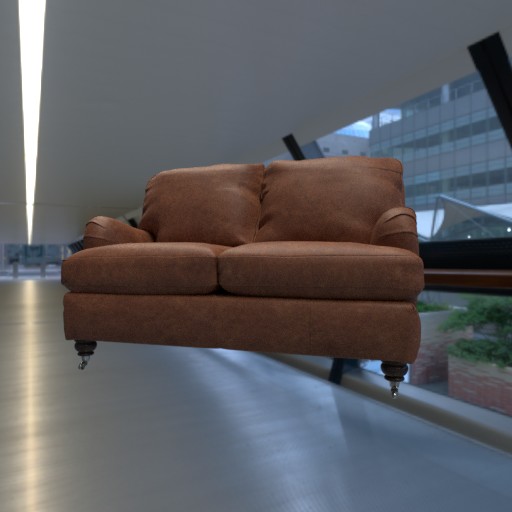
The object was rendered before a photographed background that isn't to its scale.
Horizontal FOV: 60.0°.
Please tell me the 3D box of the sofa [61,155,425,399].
[{"bbox_3d":[0.000,0.000,2.215,1.527,1.004,1.077,0,0,17],"label":"sofa"}]
